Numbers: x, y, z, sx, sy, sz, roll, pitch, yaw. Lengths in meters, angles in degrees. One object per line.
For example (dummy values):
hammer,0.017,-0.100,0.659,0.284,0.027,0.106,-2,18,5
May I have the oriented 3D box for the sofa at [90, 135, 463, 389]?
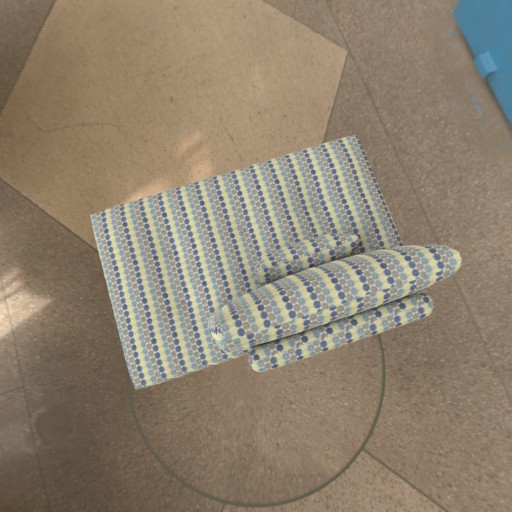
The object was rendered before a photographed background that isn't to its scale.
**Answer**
sofa,0.000,0.000,2.047,1.450,0.820,1.000,-18,77,-4
